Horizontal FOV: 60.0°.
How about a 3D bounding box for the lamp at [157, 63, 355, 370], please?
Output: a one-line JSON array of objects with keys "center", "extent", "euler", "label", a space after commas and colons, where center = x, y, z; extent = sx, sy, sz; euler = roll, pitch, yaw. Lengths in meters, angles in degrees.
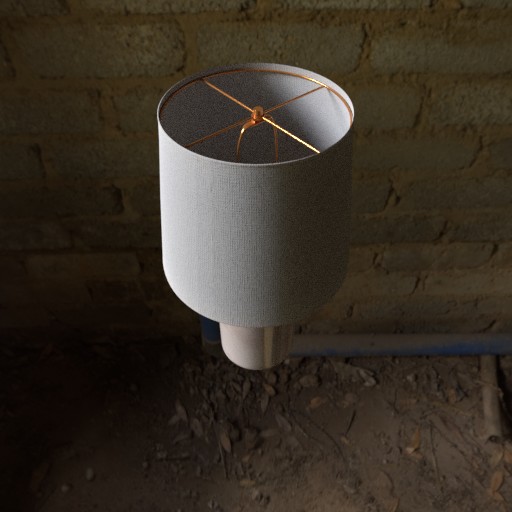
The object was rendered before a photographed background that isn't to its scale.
[{"center": [0.000, 0.000, 0.463], "extent": [0.189, 0.340, 0.189], "euler": [0, 48, 0], "label": "lamp"}]
